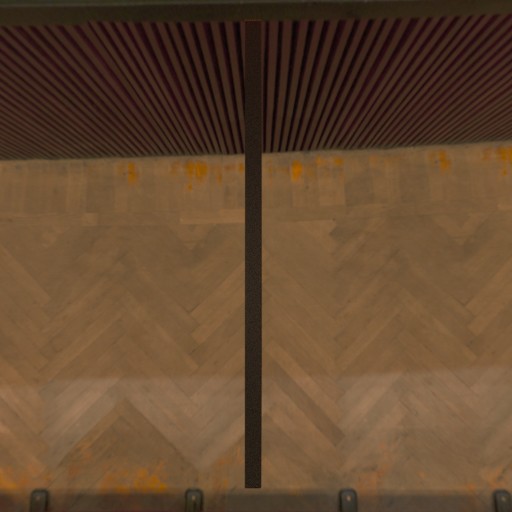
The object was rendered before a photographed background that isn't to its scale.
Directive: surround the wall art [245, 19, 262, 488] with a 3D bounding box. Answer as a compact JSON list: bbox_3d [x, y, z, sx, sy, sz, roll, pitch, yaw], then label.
[{"bbox_3d":[0.000,0.000,0.716,0.018,0.450,0.521,0,88,1],"label":"wall art"}]
